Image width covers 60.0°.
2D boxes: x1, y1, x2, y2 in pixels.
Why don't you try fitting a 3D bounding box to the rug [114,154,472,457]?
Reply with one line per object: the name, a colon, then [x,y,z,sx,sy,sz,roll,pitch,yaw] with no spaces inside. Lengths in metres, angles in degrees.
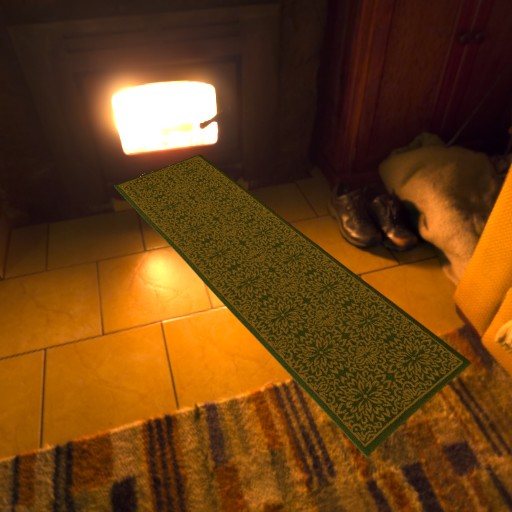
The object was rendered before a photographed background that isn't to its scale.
rug: [0.000,0.000,2.395,0.662,0.011,2.196,-27,49,-26]
